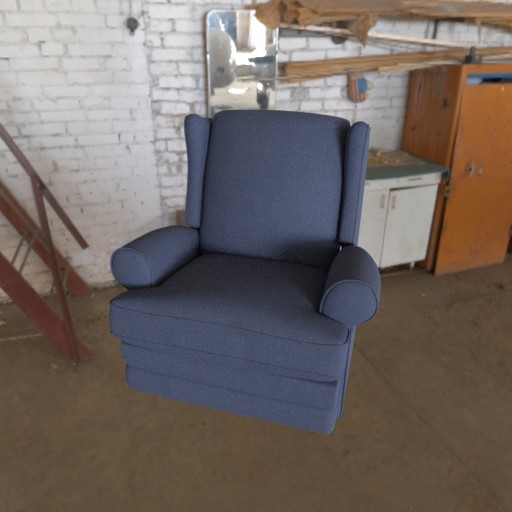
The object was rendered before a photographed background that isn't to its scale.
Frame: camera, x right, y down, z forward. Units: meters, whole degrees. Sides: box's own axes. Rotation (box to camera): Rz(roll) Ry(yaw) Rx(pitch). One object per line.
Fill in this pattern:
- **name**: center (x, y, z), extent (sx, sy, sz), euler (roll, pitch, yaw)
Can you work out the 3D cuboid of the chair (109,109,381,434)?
- **chair**: center (0.000, 0.000, 1.759), extent (0.971, 1.020, 0.877), euler (7, 27, 15)
